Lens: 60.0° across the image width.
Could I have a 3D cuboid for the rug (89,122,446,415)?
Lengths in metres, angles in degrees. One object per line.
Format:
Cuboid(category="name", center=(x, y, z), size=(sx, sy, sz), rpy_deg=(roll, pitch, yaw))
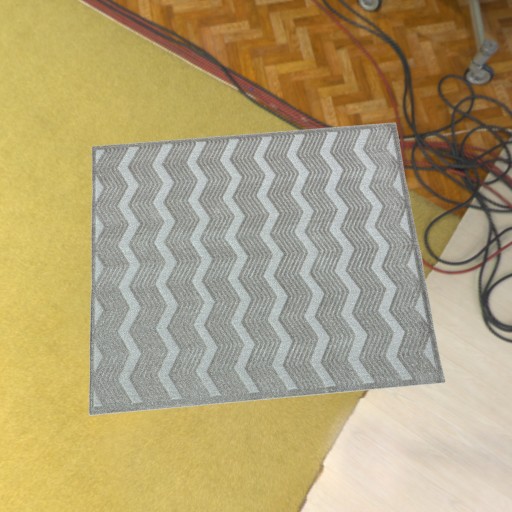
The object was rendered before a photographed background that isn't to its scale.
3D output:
Cuboid(category="rug", center=(0.000, 0.000, 3.871), size=(2.880, 0.005, 2.391), rpy_deg=(-5, 75, -1))
